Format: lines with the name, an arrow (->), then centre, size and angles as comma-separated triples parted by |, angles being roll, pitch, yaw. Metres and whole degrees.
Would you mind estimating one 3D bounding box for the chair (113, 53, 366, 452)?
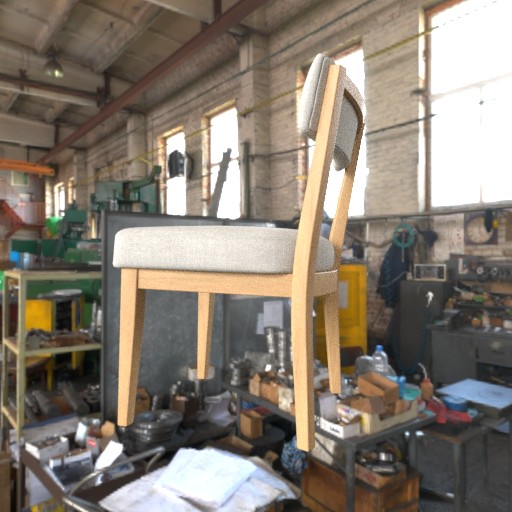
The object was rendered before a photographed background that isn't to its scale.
chair -> 0.000, 0.000, 1.196 | 0.572, 0.832, 0.508 | 0, 0, 19
